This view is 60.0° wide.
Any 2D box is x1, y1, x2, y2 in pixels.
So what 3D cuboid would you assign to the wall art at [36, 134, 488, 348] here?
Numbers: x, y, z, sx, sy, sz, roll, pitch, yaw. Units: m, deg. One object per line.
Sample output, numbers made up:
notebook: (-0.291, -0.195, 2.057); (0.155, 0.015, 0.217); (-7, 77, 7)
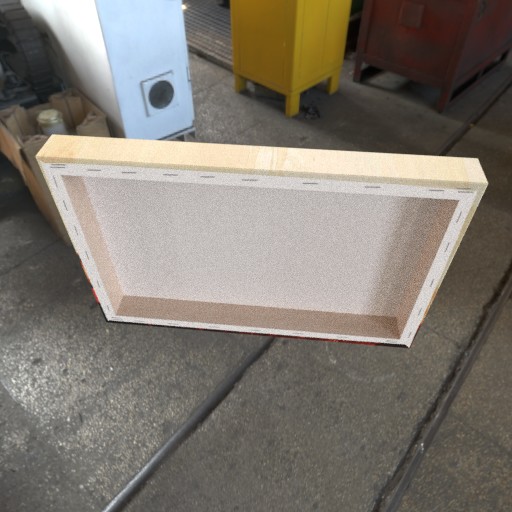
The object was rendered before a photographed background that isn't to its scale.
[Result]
wall art: (0.000, 0.000, 0.476); (0.383, 0.251, 0.037); (4, 47, 4)
